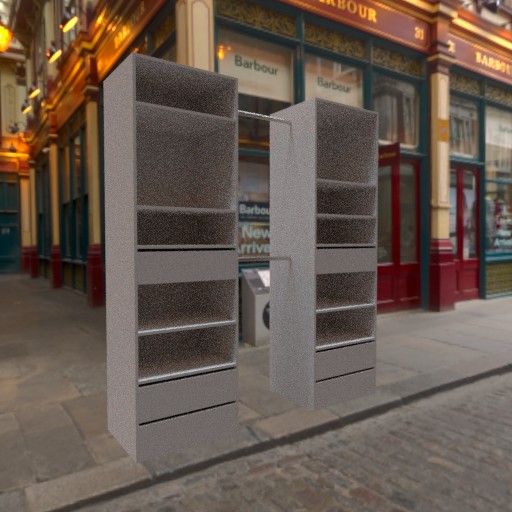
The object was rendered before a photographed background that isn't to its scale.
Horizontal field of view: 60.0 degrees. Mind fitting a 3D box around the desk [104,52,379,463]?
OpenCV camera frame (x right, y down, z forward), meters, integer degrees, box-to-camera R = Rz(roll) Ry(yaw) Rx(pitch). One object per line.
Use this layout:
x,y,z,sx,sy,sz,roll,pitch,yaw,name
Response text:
0.000,0.000,2.854,1.770,2.000,0.480,-1,2,-35,desk
